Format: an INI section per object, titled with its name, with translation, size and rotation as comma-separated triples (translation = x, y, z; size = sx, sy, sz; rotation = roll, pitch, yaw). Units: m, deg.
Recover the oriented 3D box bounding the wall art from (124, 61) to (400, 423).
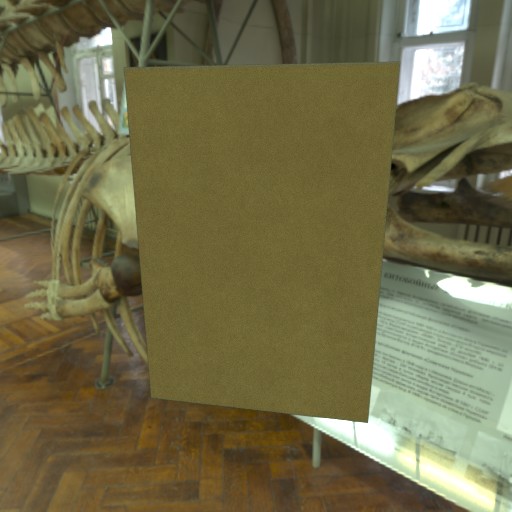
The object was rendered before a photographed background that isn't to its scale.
[wall art]
translation = 0.000, 0.000, 0.573
size = 0.314, 0.455, 0.019
rotation = 3, 18, 10
